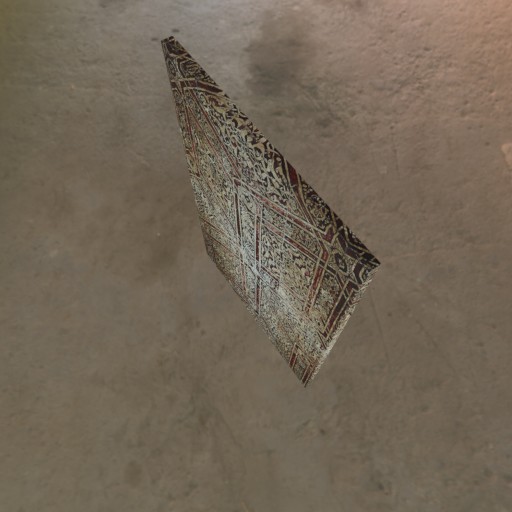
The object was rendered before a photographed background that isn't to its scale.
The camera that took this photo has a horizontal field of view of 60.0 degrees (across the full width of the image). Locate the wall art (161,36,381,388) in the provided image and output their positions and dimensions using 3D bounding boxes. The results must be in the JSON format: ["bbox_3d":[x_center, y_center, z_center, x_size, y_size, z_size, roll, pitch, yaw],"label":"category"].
[{"bbox_3d":[0.000,0.000,1.152,0.030,0.904,0.599,-32,68,-15],"label":"wall art"}]
